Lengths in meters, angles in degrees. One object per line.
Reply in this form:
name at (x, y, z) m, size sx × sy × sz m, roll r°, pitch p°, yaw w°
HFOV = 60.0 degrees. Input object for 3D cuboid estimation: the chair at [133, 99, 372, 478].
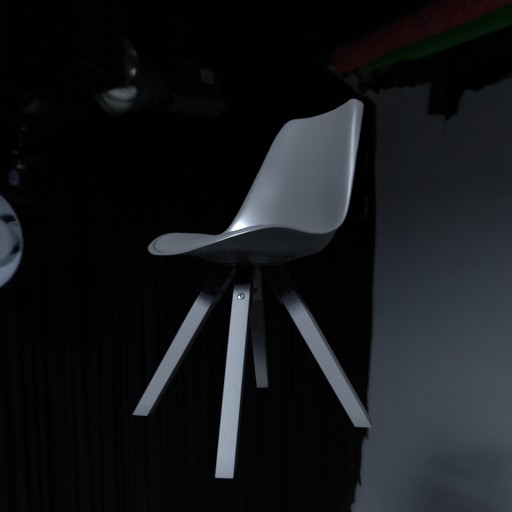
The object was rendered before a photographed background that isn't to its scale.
chair at (0.000, 0.000, 1.155) m, size 0.530 × 0.850 × 0.485 m, roll 0°, pitch 1°, yaw -37°
